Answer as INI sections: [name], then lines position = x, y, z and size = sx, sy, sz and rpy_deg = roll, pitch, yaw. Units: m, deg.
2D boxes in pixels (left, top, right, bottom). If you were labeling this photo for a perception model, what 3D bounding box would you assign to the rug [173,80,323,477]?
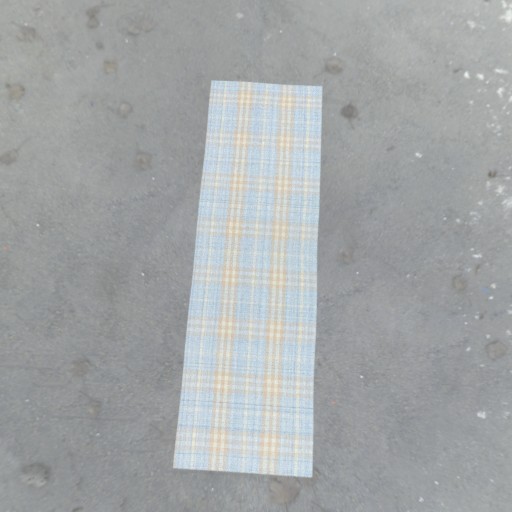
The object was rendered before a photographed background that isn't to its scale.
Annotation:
[rug]
position = 0.000, 0.000, 2.713
size = 0.762, 0.013, 2.439
rpy_deg = 3, 75, 1
